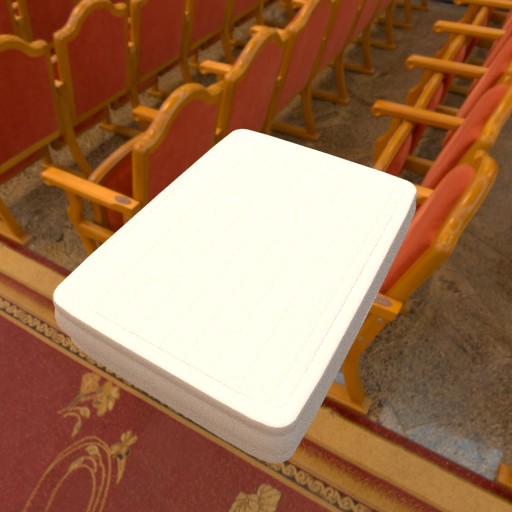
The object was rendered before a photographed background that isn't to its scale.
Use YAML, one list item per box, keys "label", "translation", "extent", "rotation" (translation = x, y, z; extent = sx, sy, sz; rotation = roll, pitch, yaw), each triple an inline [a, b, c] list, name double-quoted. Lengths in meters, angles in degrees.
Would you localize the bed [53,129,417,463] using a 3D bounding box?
- label: "bed"
  translation: [0.000, 0.000, 2.778]
  extent: [1.520, 0.460, 2.036]
  rotation: [23, 52, 20]
